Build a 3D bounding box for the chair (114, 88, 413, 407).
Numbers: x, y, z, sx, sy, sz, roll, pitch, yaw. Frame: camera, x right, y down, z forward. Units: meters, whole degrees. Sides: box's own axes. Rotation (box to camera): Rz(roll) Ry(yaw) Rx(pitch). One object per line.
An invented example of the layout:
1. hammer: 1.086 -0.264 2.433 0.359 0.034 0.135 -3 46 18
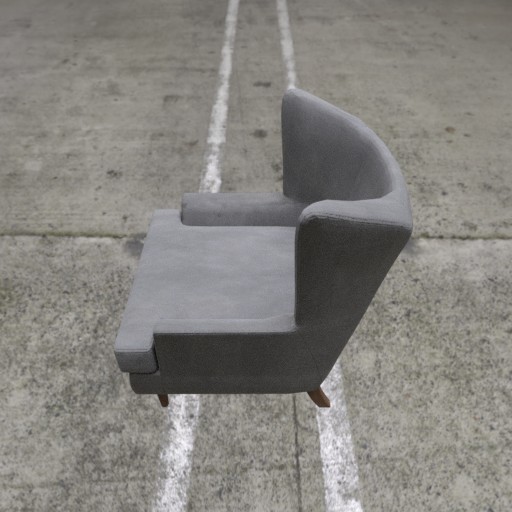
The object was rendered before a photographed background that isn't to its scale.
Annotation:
1. chair: 0.000 0.000 1.625 0.906 0.950 0.784 0 41 0
